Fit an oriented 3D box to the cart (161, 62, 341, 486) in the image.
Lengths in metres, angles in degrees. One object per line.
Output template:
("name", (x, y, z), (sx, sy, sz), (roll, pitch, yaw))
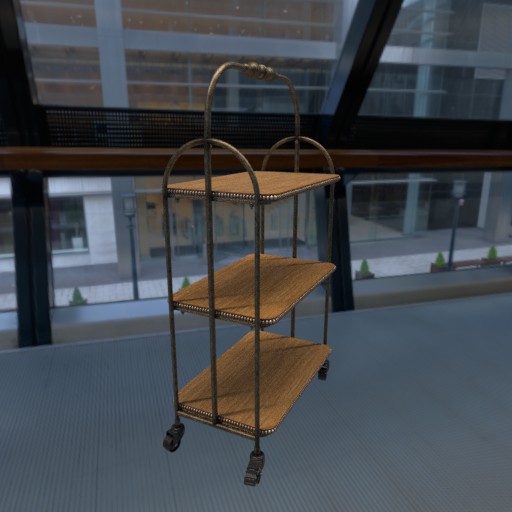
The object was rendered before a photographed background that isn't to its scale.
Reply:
("cart", (0.000, 0.000, 1.306), (0.330, 1.052, 0.650), (8, 17, 26))
